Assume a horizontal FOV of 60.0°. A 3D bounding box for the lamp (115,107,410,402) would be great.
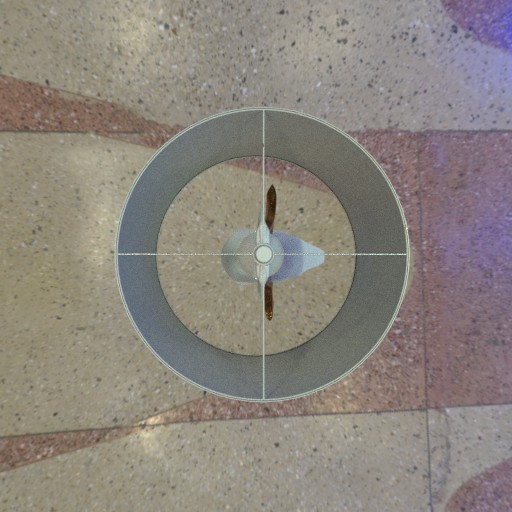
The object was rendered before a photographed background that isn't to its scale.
[{"bbox_3d":[0.000,0.000,0.694,0.298,0.503,0.298,0,90,-2],"label":"lamp"}]
